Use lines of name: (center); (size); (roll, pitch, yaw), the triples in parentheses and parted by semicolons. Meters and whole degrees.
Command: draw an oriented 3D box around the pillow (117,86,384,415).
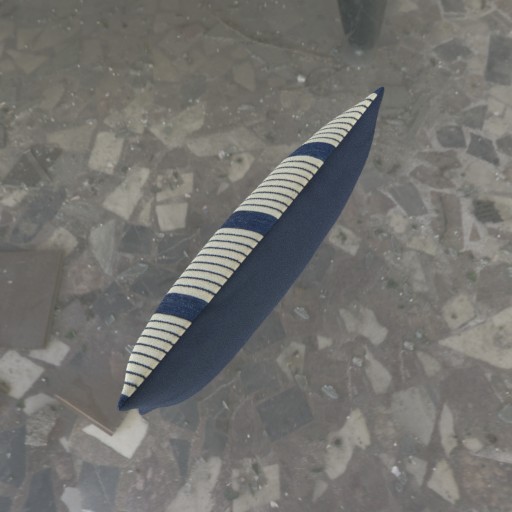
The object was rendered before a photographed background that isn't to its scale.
pillow: (0.000, 0.000, 0.733); (0.156, 0.292, 0.608); (33, 68, 15)
